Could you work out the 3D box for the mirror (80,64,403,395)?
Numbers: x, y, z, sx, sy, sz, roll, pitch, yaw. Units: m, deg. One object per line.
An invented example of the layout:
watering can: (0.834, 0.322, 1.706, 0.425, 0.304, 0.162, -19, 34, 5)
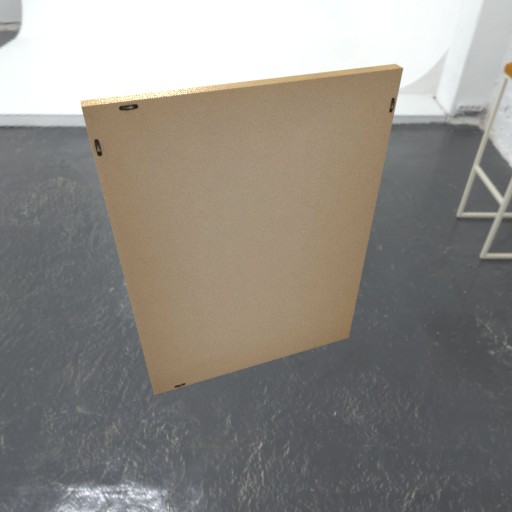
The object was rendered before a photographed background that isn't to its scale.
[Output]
mirror: (0.000, 0.000, 1.329, 0.762, 1.016, 0.041, -13, 41, -15)
